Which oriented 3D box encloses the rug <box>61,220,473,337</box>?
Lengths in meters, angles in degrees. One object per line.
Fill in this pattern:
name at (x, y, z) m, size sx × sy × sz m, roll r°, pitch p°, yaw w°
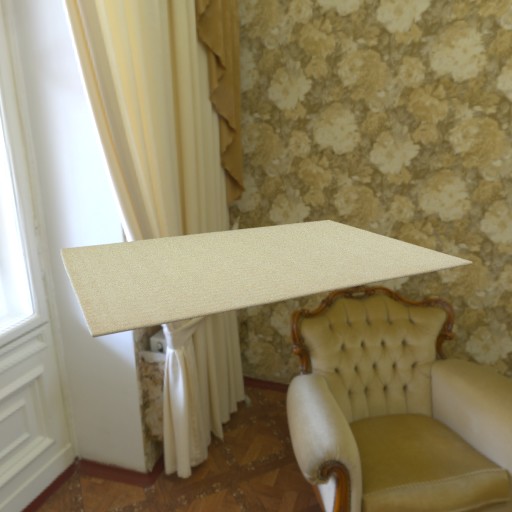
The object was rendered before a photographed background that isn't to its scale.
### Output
rug at (0.000, 0.000, 2.360) m, size 1.848 × 0.014 × 1.238 m, roll -8°, pitch 18°, yaw -26°
